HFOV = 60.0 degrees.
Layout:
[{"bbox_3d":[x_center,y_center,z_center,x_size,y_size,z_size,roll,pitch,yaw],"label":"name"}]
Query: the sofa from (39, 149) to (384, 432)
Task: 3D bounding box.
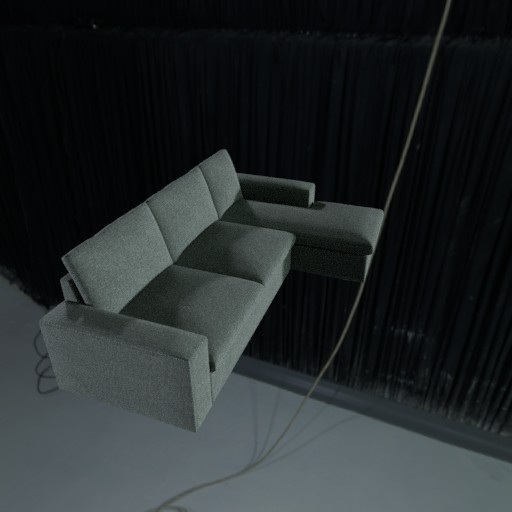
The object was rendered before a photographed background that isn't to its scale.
[{"bbox_3d":[0.000,0.000,3.474,1.689,0.940,2.718,10,32,17],"label":"sofa"}]
